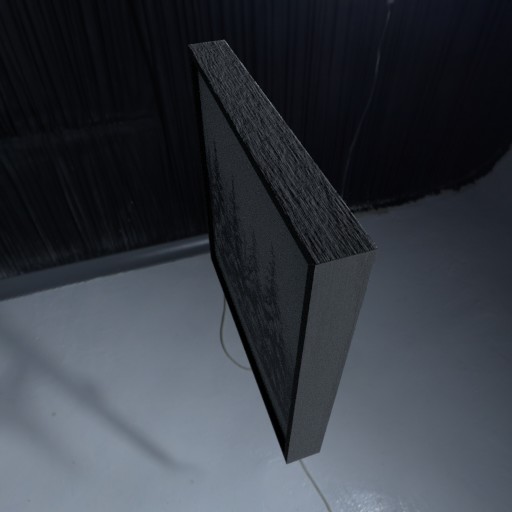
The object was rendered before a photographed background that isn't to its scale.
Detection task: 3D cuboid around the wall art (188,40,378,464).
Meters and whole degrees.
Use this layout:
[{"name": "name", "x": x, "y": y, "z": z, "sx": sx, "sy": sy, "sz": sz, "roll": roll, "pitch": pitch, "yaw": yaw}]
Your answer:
[{"name": "wall art", "x": 0.000, "y": 0.000, "z": 0.447, "sx": 0.037, "sy": 0.305, "sz": 0.305, "roll": -14, "pitch": 48, "yaw": -13}]
